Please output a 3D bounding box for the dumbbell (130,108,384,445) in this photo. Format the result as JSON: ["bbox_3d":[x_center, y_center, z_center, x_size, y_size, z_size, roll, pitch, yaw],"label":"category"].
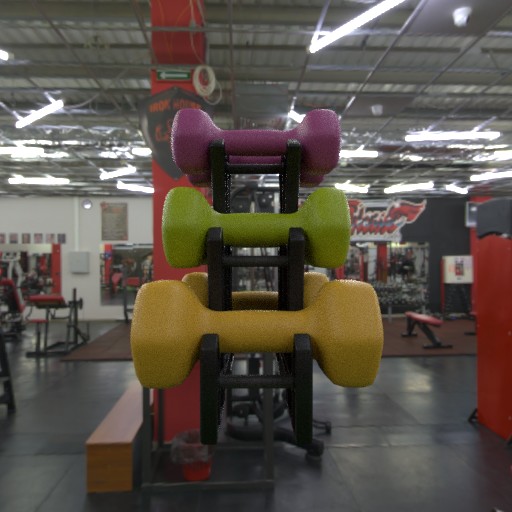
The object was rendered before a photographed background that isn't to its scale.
[{"bbox_3d":[0.000,0.000,0.457,0.190,0.271,0.300,0,0,0],"label":"dumbbell"}]
